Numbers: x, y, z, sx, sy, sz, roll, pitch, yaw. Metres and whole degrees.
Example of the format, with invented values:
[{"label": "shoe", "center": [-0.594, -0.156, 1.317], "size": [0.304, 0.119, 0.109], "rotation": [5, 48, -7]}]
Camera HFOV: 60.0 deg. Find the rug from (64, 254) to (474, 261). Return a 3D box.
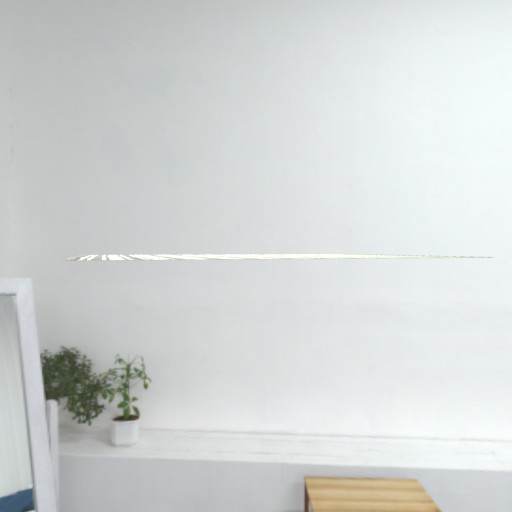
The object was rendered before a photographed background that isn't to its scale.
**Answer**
[{"label": "rug", "center": [0.000, 0.000, 4.186], "size": [3.201, 0.005, 2.439], "rotation": [0, 1, -18]}]
